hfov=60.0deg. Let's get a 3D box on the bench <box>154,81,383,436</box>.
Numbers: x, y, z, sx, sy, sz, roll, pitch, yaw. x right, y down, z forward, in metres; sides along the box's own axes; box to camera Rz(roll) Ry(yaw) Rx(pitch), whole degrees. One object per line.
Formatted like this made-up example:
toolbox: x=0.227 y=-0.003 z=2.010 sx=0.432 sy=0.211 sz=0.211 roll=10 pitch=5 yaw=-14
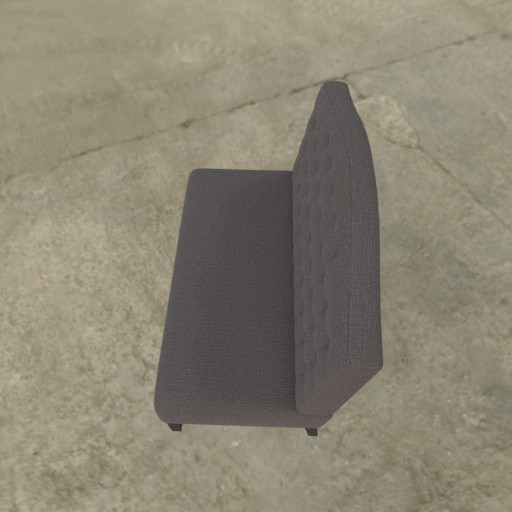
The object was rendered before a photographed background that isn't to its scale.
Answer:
bench: x=0.000 y=0.000 z=2.011 sx=0.815 sy=1.180 sz=1.335 roll=2 pitch=57 yaw=1
